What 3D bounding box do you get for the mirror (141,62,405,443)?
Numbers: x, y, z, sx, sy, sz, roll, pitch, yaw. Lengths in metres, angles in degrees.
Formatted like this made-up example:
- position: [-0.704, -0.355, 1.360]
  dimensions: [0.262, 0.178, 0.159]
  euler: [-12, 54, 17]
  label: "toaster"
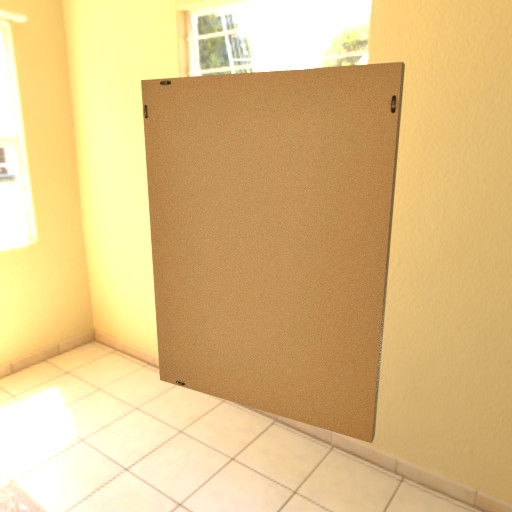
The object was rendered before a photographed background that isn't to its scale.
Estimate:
- position: [0.000, 0.000, 1.320]
  dimensions: [0.762, 1.016, 0.041]
  euler: [7, 17, 26]
  label: "mirror"
